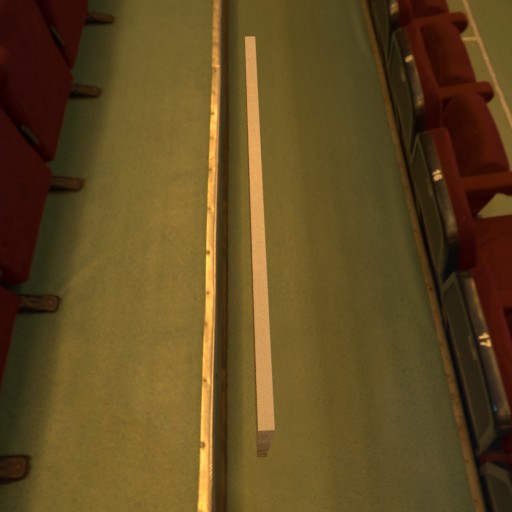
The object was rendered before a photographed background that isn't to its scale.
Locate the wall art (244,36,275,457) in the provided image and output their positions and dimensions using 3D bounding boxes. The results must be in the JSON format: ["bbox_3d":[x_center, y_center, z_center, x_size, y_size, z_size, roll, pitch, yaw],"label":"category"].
[{"bbox_3d":[0.000,0.000,1.170,0.027,0.610,0.932,-2,62,-1],"label":"wall art"}]
